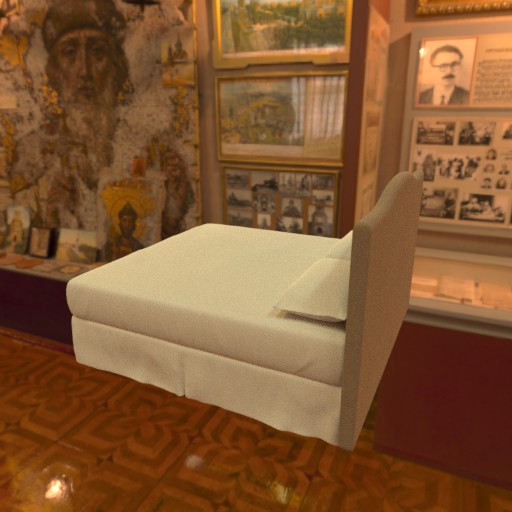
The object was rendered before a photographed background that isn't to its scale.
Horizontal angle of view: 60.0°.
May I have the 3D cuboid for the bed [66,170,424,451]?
[{"bbox_3d":[0.000,0.000,3.512,2.182,1.421,2.083,9,20,25],"label":"bed"}]
